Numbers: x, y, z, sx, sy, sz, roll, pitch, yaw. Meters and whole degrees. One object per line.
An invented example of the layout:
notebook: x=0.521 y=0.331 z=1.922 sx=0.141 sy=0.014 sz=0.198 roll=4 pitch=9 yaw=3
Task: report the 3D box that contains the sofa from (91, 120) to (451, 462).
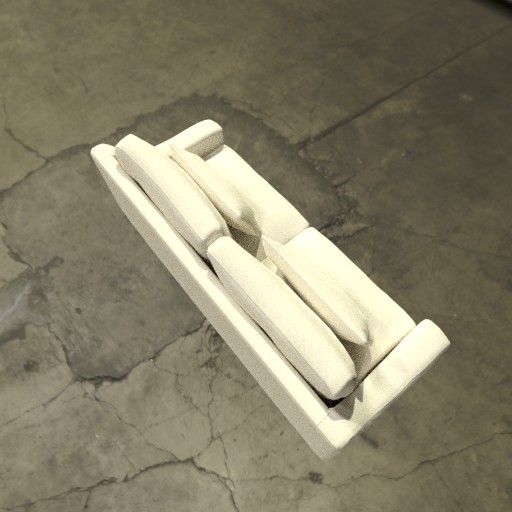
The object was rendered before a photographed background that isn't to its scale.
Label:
sofa: x=0.000 y=0.000 z=2.987 sx=1.009 sy=1.022 sz=2.470 roll=-34 pitch=64 yaw=-19
